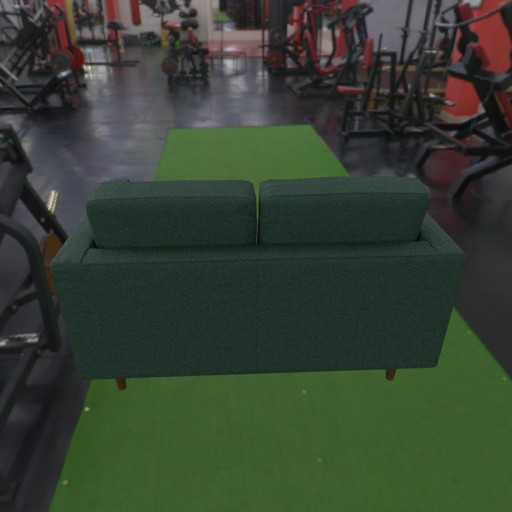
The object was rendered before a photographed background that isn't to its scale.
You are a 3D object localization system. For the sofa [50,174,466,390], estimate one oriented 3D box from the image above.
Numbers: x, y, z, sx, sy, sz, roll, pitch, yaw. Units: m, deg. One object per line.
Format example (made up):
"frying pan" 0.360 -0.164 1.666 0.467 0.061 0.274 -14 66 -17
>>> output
"sofa" 0.000 0.000 2.002 1.430 0.899 0.879 -1 30 -2
